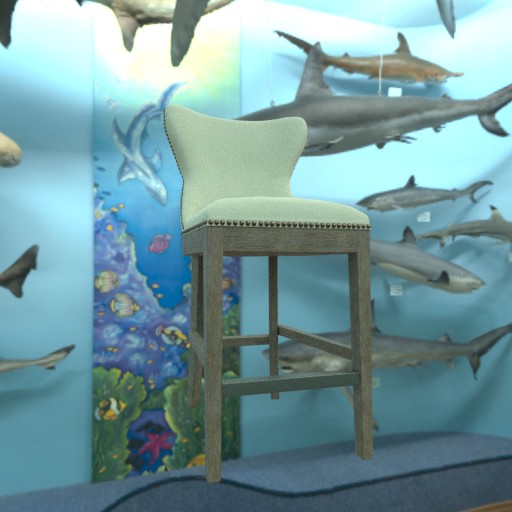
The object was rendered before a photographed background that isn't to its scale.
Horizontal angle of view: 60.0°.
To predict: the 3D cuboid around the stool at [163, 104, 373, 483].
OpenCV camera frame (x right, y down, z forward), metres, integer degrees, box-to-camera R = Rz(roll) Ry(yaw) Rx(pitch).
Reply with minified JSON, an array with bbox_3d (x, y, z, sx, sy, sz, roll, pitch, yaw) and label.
[{"bbox_3d":[0.000,0.000,1.296,0.498,0.981,0.608,0,-1,-17],"label":"stool"}]
